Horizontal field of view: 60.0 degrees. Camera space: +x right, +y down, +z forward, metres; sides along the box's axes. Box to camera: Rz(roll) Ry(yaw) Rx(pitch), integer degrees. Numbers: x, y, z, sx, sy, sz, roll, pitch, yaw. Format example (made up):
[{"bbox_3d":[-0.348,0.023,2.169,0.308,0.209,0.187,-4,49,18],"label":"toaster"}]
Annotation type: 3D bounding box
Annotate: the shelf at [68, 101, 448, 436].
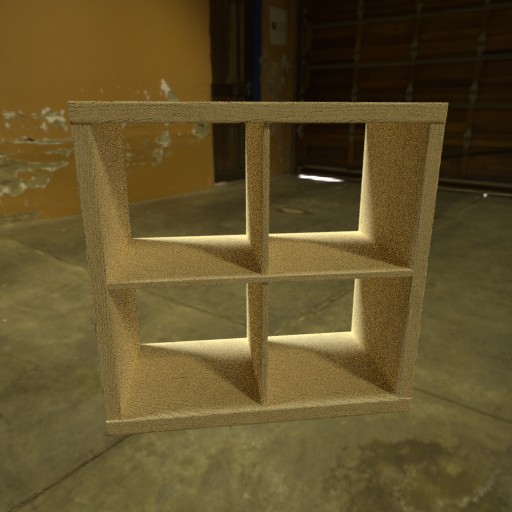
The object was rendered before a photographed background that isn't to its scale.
[{"bbox_3d":[0.000,0.000,1.215,0.790,0.786,0.390,-2,18,-7],"label":"shelf"}]
